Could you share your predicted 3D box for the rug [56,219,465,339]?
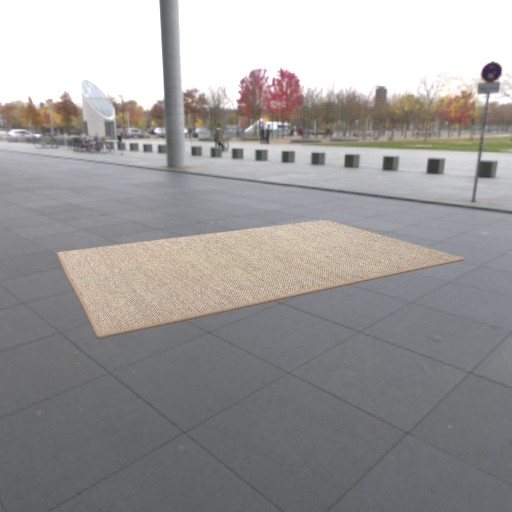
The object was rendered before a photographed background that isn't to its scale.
[{"bbox_3d":[0.000,0.000,2.126,1.668,0.012,1.061,-9,18,-28],"label":"rug"}]
